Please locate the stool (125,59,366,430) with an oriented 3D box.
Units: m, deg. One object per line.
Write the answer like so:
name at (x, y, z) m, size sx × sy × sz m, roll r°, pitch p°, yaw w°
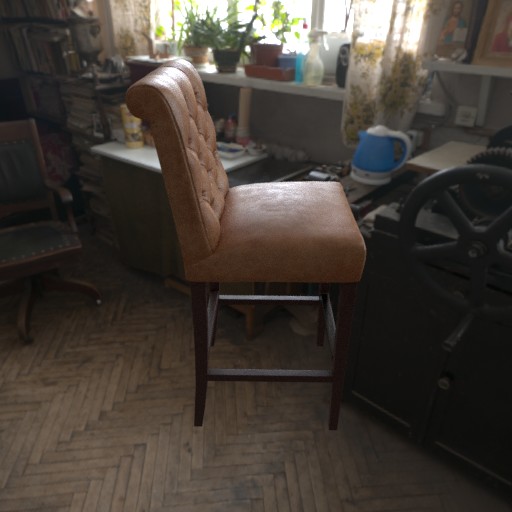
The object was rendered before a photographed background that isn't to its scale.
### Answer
stool at (0.000, 0.000, 1.451) m, size 0.601 × 1.140 × 0.493 m, roll 1°, pitch 30°, yaw 1°
